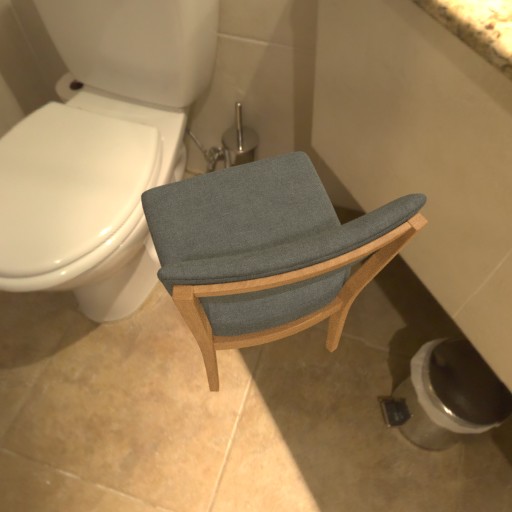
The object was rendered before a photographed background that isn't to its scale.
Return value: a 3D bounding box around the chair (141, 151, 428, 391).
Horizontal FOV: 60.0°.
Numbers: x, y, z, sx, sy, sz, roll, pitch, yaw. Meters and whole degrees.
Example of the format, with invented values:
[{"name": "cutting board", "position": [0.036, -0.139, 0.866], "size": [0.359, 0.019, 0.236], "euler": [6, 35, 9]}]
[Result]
[{"name": "chair", "position": [0.000, 0.000, 1.191], "size": [0.508, 0.832, 0.572], "euler": [-16, 60, -10]}]
